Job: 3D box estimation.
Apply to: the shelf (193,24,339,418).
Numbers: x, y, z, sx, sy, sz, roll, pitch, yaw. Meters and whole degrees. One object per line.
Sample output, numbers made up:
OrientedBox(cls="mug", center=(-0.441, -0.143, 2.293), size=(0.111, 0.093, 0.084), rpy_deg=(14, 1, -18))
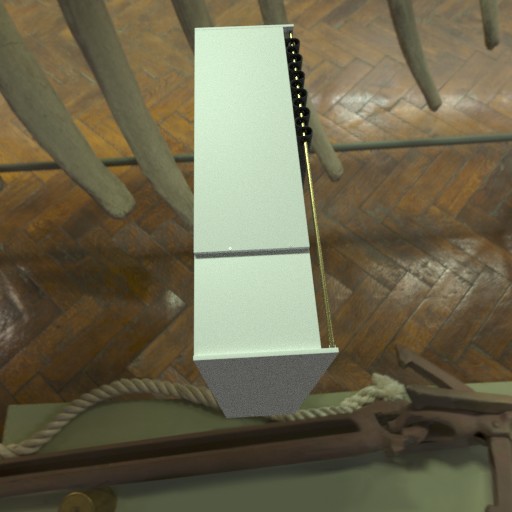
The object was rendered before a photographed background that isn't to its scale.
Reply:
OrientedBox(cls="shelf", center=(0.000, 0.000, 2.609), size=(0.500, 1.810, 1.600), rpy_deg=(-3, 64, -1))
